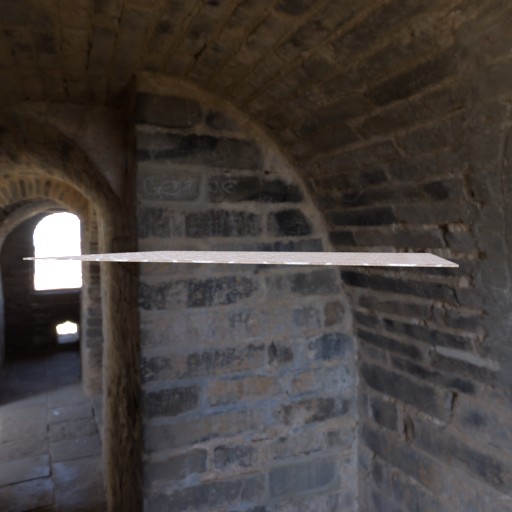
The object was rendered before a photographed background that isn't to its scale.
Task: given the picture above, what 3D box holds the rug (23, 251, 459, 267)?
[{"bbox_3d":[0.000,0.000,2.765,2.134,0.010,1.524,1,2,17],"label":"rug"}]
